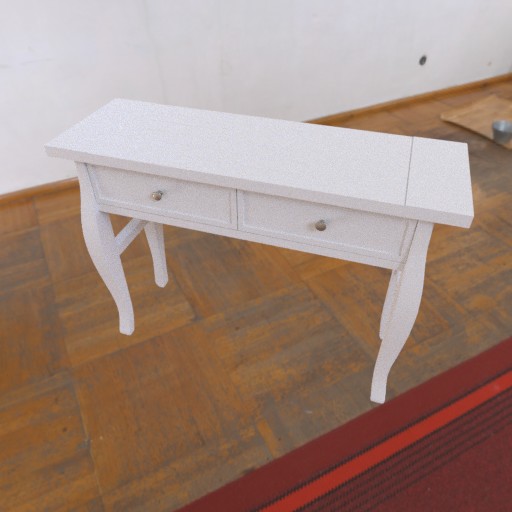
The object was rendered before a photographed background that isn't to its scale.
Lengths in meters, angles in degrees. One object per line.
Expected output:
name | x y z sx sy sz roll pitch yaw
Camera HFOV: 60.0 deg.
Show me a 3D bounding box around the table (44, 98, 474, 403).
table | 0.000 0.000 1.417 1.062 0.768 0.373 12 41 14
